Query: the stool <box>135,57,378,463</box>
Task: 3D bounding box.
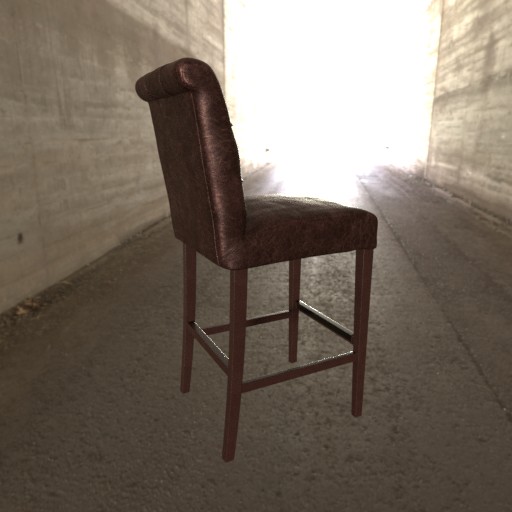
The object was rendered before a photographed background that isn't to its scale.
[{"bbox_3d":[0.000,0.000,1.518,0.659,1.168,0.483,-8,17,-26],"label":"stool"}]
